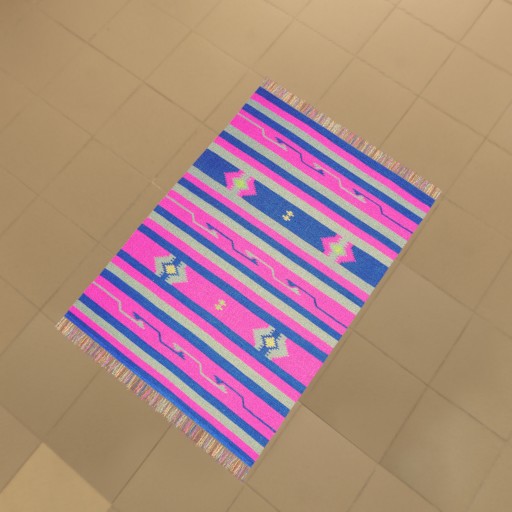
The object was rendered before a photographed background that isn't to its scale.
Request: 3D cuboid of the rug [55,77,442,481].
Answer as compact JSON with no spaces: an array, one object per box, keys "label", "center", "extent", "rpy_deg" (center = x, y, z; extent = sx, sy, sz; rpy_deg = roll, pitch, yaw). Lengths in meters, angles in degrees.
[{"label":"rug","center":[0.000,0.000,2.982],"extent":[1.539,0.013,2.350],"rpy_deg":[36,78,9]}]
